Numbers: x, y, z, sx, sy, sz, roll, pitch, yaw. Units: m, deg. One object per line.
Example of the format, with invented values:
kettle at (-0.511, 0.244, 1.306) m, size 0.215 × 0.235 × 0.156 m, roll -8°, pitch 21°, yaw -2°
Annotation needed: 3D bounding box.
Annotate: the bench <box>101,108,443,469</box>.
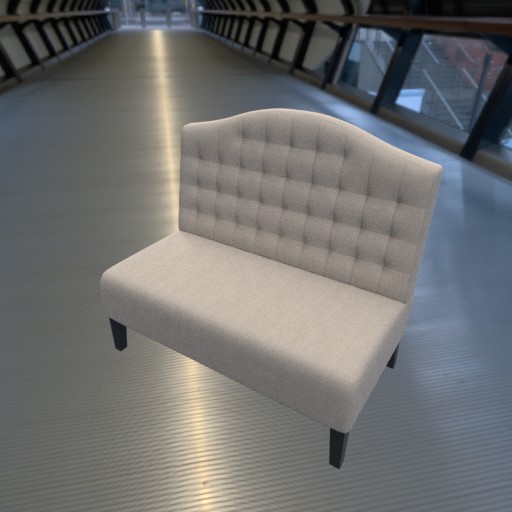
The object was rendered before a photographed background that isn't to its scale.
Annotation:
bench at (0.000, 0.000, 2.052) m, size 1.335 × 1.180 × 0.815 m, roll 18°, pitch 35°, yaw 28°
